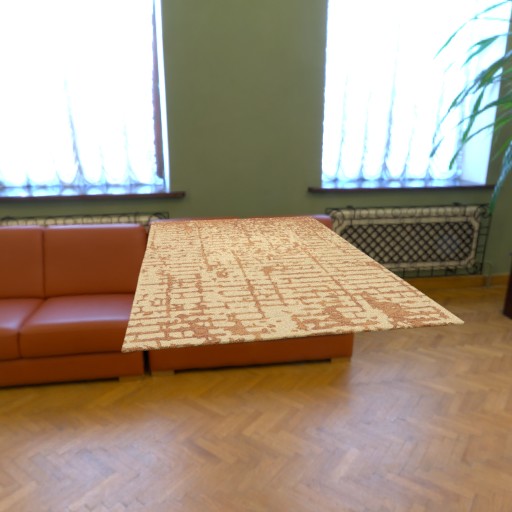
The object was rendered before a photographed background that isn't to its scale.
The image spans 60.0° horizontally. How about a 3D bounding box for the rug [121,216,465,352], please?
[{"bbox_3d":[0.000,0.000,3.043,1.517,0.011,2.435,-3,17,-9],"label":"rug"}]
